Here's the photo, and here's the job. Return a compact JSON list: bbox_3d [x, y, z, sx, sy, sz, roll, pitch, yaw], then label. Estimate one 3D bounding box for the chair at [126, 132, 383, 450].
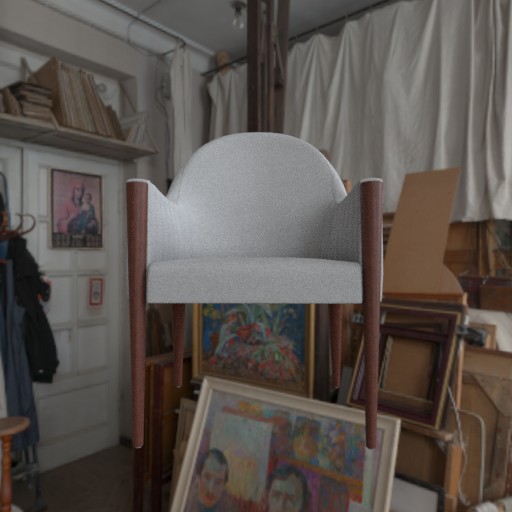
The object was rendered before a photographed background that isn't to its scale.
[{"bbox_3d":[0.000,0.000,1.298,0.610,0.889,0.620,0,0,1],"label":"chair"}]
